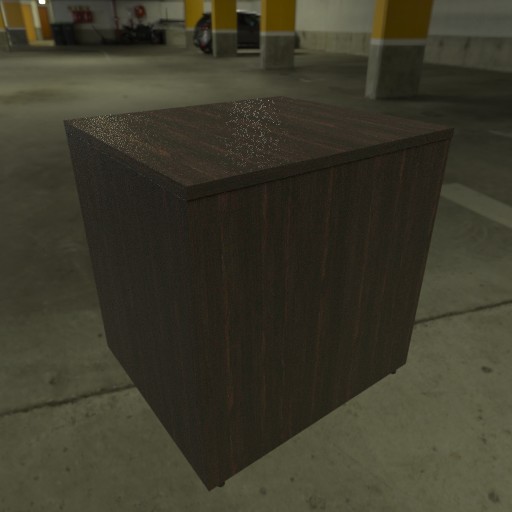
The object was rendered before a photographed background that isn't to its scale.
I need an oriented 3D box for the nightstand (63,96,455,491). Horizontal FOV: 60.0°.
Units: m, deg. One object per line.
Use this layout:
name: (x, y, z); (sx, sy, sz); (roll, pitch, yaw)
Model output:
nightstand: (0.000, 0.000, 0.786); (0.461, 0.460, 0.400); (-19, 33, -32)
